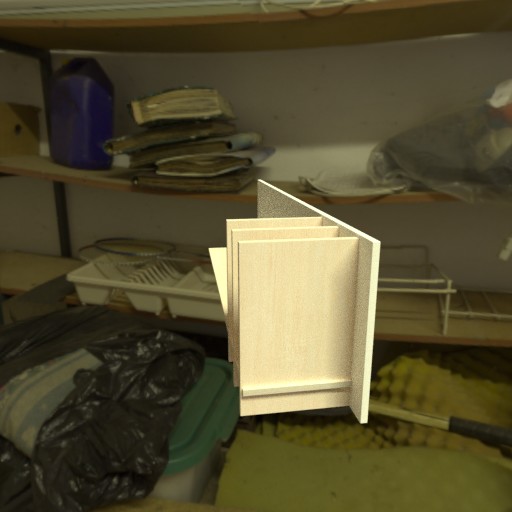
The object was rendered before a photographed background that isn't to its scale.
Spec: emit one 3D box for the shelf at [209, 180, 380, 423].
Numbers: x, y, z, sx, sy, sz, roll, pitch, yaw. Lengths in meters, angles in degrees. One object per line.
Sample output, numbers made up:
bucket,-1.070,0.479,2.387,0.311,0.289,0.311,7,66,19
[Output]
shelf,0.000,0.000,1.148,0.200,0.300,1.020,-2,15,-9
